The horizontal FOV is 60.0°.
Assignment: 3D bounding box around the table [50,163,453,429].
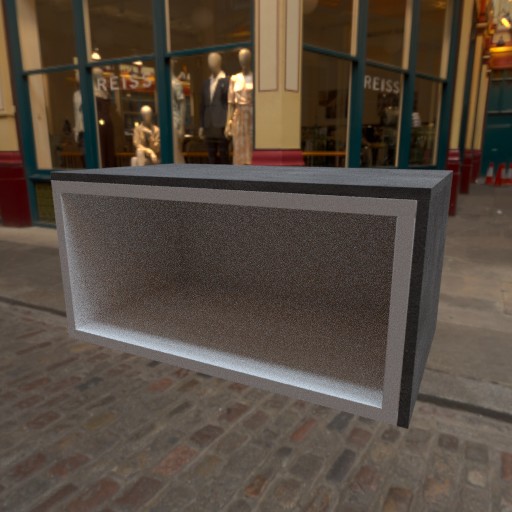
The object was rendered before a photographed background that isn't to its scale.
[{"bbox_3d":[0.000,0.000,0.929,0.700,0.350,0.400,7,16,26],"label":"table"}]
